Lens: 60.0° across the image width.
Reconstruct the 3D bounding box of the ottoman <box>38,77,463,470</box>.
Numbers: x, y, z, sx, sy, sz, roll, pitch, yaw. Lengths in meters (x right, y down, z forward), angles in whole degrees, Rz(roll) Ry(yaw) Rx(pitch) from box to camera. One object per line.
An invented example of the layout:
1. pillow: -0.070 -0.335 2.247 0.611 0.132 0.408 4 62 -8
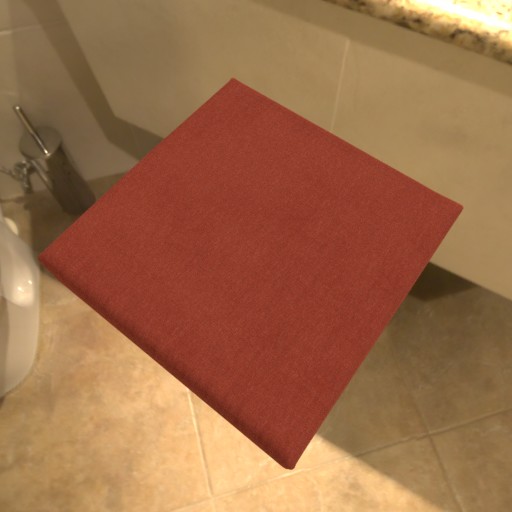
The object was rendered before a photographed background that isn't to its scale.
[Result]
1. ottoman: 0.000 0.000 1.423 0.889 0.411 0.890 35 69 15
